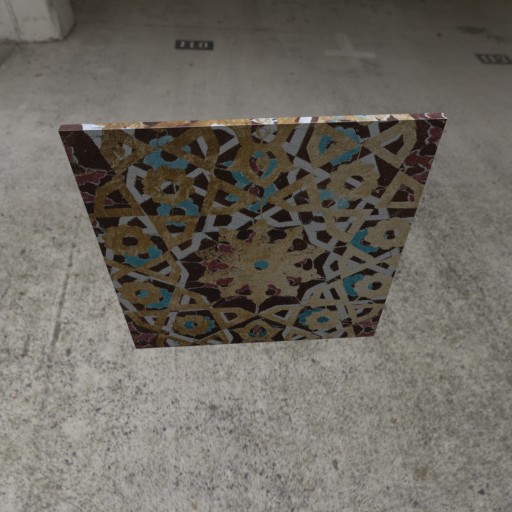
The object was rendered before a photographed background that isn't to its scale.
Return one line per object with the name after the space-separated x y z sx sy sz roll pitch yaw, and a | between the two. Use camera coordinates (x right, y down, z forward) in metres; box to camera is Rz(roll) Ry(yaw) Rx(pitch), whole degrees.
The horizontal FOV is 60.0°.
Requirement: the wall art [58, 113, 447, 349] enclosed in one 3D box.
0.000 0.000 1.143 0.757 0.762 0.028 -3 46 -2 | wall art
